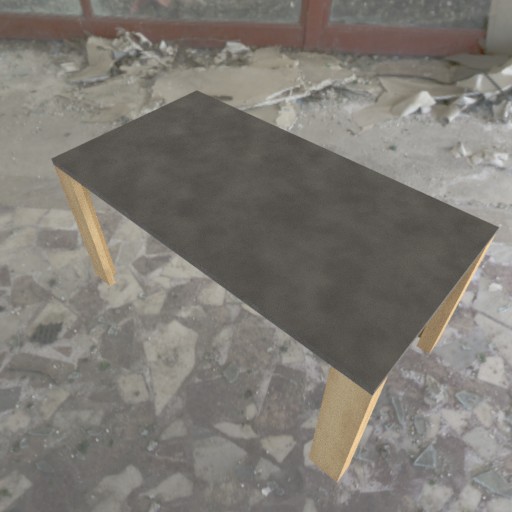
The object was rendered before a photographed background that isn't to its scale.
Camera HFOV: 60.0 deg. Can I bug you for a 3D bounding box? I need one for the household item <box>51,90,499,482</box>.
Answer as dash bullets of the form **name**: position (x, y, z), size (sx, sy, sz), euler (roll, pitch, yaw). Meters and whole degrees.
- **household item**: position (0.000, 0.000, 2.025), size (1.600, 0.755, 0.850), euler (33, 55, 27)
